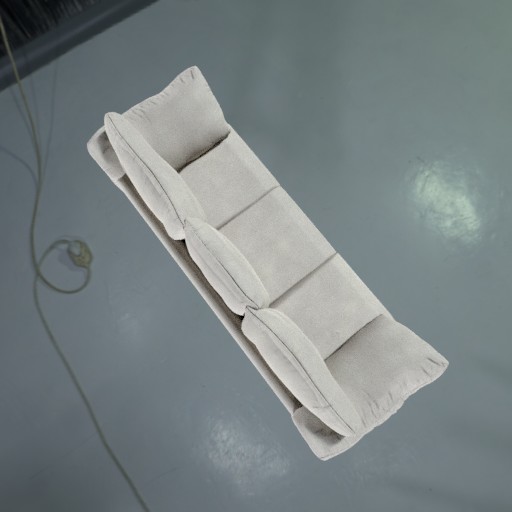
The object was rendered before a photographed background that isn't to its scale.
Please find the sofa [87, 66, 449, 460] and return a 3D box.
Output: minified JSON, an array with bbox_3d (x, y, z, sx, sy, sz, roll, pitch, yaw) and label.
[{"bbox_3d":[0.000,0.000,2.778,0.878,0.996,2.334,-37,79,-8],"label":"sofa"}]
